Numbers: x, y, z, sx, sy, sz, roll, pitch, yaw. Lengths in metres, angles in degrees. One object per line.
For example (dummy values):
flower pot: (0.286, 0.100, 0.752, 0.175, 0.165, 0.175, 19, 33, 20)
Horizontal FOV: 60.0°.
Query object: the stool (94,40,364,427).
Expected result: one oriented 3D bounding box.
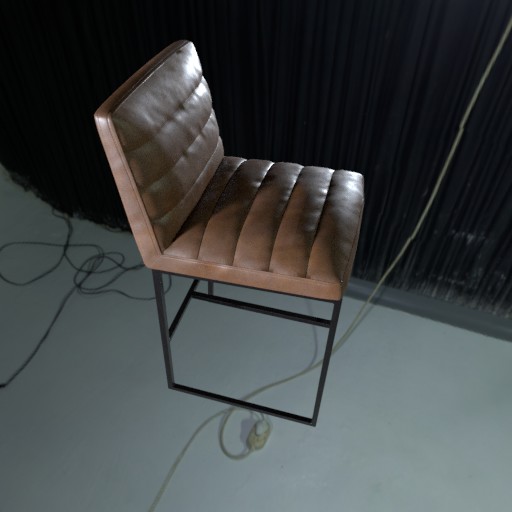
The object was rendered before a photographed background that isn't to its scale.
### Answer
stool: (0.000, 0.000, 1.326, 0.562, 1.065, 0.463, 11, 45, 11)
